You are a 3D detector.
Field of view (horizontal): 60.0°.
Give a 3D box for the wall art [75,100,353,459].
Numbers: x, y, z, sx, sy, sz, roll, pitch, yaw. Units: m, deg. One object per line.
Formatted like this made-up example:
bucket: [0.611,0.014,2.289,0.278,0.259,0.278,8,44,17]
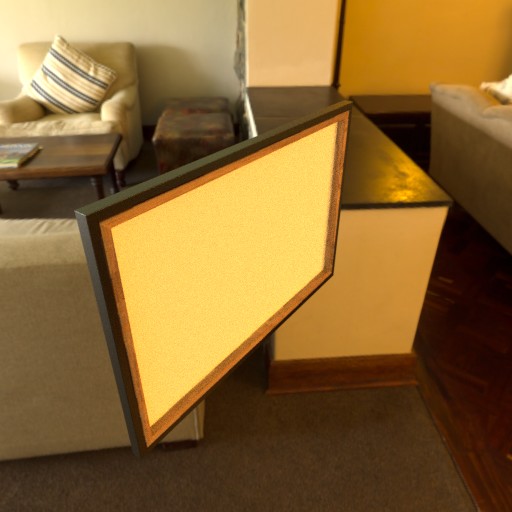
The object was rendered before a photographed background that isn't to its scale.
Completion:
wall art: [0.000,0.000,0.836,0.022,0.446,0.659,21,38,30]
